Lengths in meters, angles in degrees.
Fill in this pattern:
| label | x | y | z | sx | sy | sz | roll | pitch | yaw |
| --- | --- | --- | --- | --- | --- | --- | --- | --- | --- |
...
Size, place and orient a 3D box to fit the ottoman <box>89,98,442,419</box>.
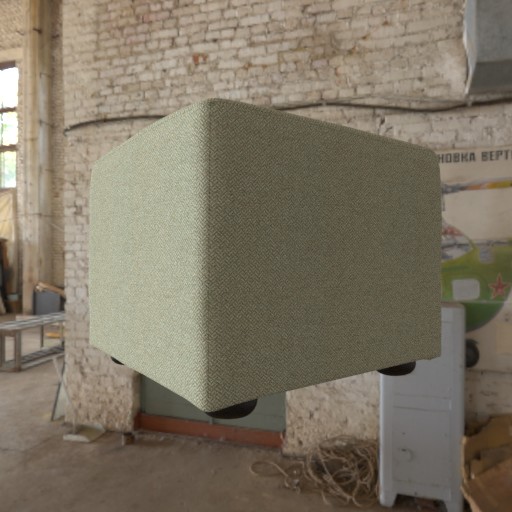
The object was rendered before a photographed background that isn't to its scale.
| label | x | y | z | sx | sy | sz | roll | pitch | yaw |
| --- | --- | --- | --- | --- | --- | --- | --- | --- | --- |
| ottoman | 0.000 | 0.000 | 0.885 | 0.521 | 0.453 | 0.512 | 0 | 0 | -36 |
